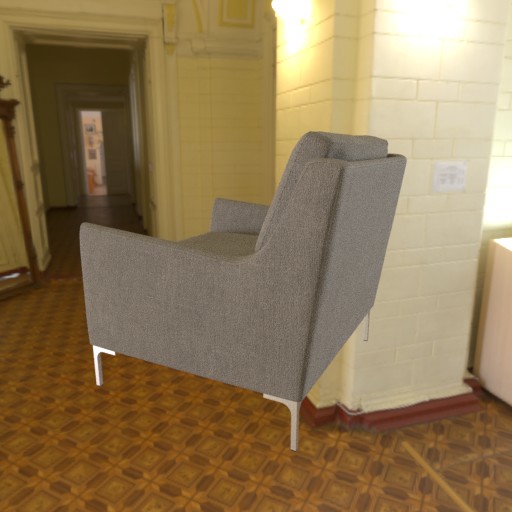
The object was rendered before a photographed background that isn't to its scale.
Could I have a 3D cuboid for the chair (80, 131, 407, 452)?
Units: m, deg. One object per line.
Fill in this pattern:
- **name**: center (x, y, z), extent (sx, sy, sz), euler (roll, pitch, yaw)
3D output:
- **chair**: center (0.000, 0.000, 1.567), extent (0.849, 0.828, 0.847), euler (7, 16, 27)
